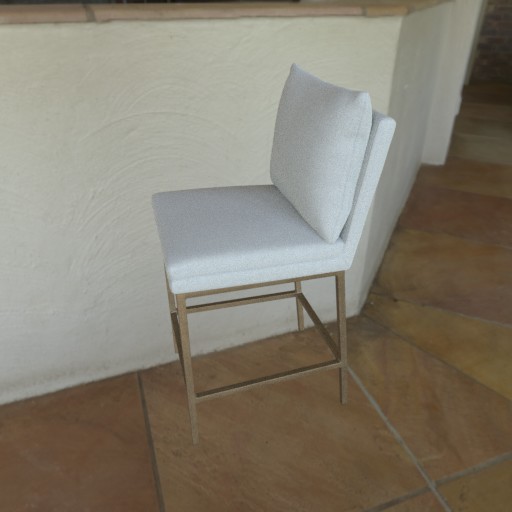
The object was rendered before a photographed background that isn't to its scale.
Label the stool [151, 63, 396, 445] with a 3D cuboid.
[{"bbox_3d":[0.000,0.000,1.366,0.572,1.032,0.463,-9,32,-14],"label":"stool"}]
